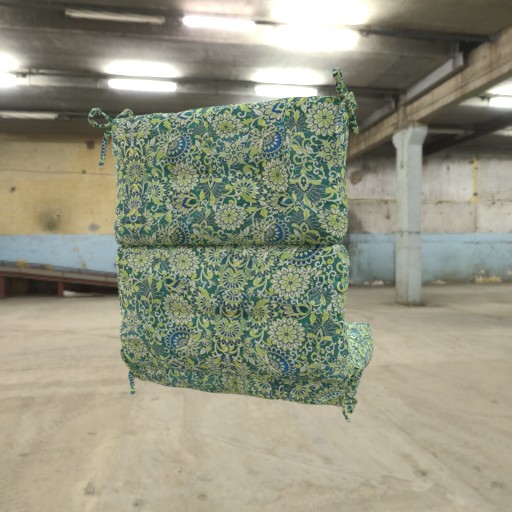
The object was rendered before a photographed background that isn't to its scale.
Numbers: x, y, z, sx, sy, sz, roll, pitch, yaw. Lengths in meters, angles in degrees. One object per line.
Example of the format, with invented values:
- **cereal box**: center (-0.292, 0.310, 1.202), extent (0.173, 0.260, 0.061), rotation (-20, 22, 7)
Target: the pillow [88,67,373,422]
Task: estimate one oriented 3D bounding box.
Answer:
- **pillow**: center (0.000, 0.000, 1.028), extent (0.519, 0.605, 0.571), rotation (0, 1, 19)
